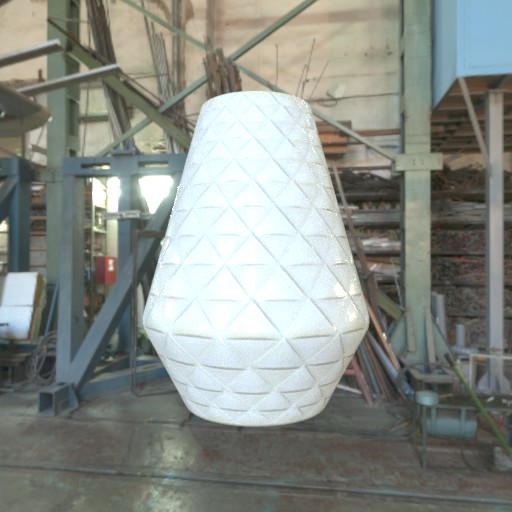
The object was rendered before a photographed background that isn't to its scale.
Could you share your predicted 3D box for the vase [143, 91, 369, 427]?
[{"bbox_3d":[0.000,0.000,0.352,0.175,0.230,0.175,0,0,0],"label":"vase"}]
